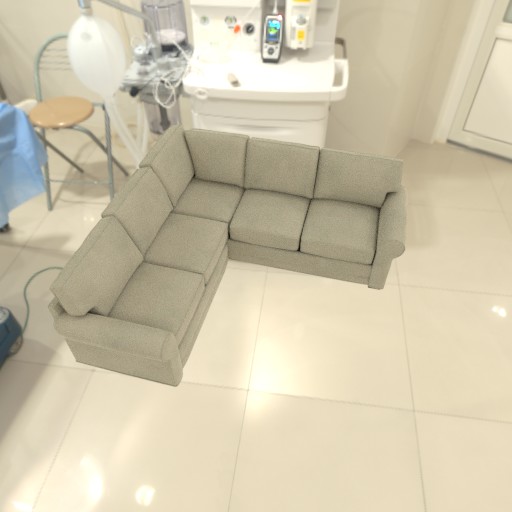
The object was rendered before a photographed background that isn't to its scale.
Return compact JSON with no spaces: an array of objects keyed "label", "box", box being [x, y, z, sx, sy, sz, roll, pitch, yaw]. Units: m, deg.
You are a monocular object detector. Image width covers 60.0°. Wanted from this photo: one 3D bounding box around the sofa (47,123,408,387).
[{"label":"sofa","box":[0.000,0.000,3.982,2.562,1.053,2.487,11,46,10]}]
